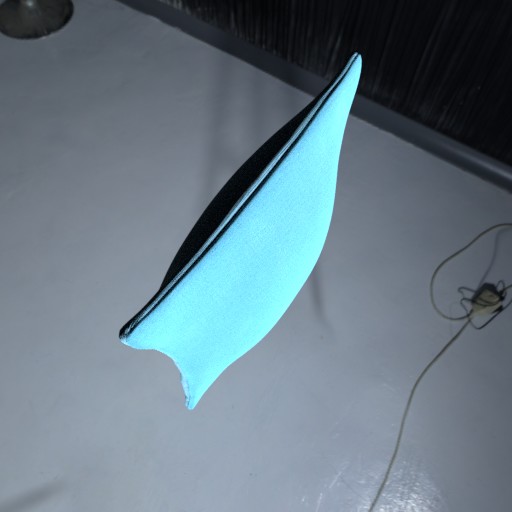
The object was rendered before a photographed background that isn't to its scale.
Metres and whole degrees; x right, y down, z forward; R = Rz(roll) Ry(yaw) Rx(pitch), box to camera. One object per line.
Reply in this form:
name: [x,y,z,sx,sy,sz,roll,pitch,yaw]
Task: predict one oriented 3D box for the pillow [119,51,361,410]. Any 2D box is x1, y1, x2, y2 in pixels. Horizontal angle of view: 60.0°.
pillow: [0.000,0.000,0.640,0.151,0.415,0.433,31,68,14]
